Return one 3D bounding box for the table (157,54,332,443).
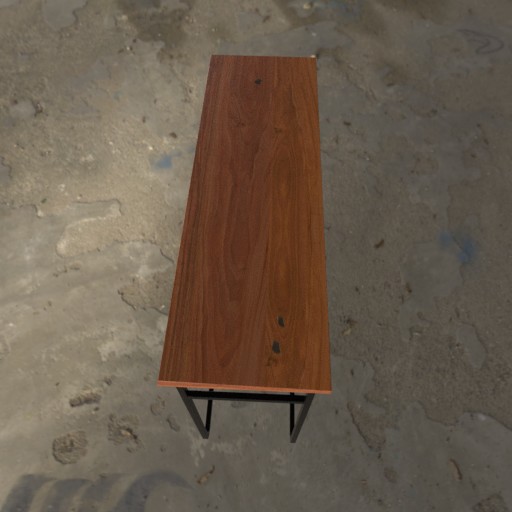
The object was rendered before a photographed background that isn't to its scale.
[{"bbox_3d":[0.000,0.000,1.494,0.350,0.750,1.100,2,57,1],"label":"table"}]
